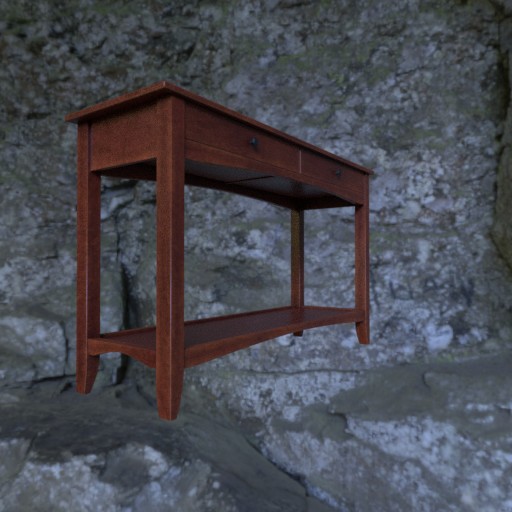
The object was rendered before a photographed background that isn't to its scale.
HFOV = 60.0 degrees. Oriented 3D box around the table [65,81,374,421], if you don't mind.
[{"bbox_3d":[0.000,0.000,1.537,0.392,0.739,1.188,-1,-1,36],"label":"table"}]
